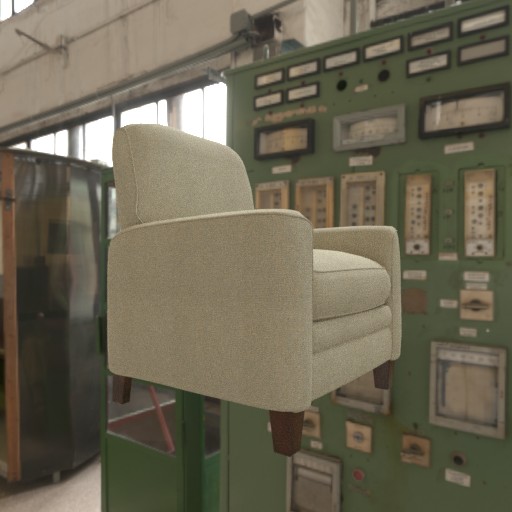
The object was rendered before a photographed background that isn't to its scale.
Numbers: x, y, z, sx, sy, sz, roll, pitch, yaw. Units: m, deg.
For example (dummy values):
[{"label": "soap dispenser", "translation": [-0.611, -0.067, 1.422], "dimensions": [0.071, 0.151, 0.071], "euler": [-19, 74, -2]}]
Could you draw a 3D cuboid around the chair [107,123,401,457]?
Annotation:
[{"label": "chair", "translation": [0.000, 0.000, 1.626], "dimensions": [0.853, 1.006, 0.850], "euler": [0, 0, 36]}]
